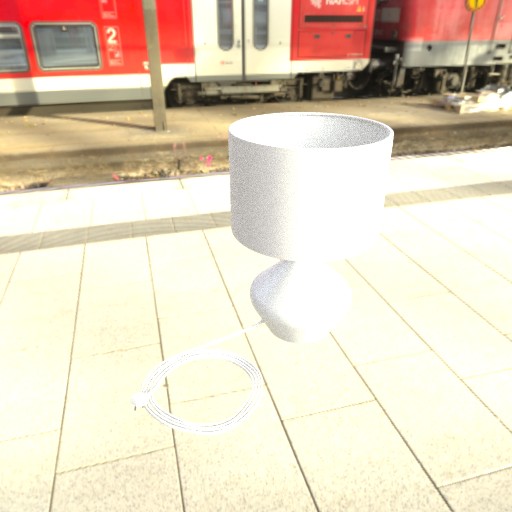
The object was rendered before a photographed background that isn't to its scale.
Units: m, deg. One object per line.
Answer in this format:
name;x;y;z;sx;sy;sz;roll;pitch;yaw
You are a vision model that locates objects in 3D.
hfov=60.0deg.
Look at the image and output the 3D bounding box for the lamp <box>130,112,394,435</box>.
lamp;0.000;0.000;0.867;0.546;0.457;0.401;-9;30;-15
